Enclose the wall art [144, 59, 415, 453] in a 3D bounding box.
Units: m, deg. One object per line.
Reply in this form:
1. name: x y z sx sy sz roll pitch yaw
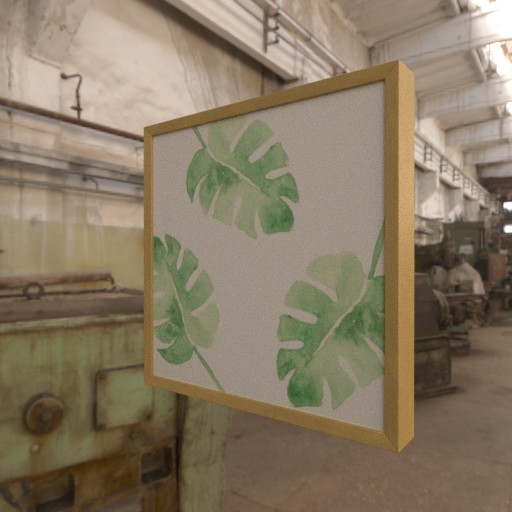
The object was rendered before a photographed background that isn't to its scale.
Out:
1. wall art: 0.000 0.000 0.449 0.305 0.305 0.038 0 0 37
